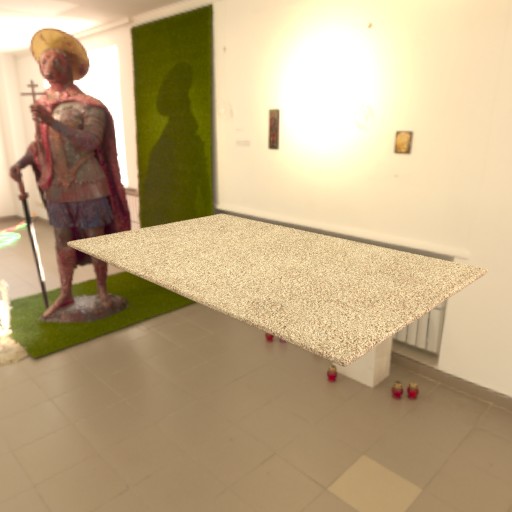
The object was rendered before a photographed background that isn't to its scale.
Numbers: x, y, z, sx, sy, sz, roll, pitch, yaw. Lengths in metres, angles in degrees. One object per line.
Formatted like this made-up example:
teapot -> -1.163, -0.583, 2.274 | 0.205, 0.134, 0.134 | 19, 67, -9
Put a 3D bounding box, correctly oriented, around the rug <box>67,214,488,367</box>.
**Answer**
rug -> 0.000, 0.000, 2.970 | 2.438, 0.030, 1.524 | 16, 23, 42
